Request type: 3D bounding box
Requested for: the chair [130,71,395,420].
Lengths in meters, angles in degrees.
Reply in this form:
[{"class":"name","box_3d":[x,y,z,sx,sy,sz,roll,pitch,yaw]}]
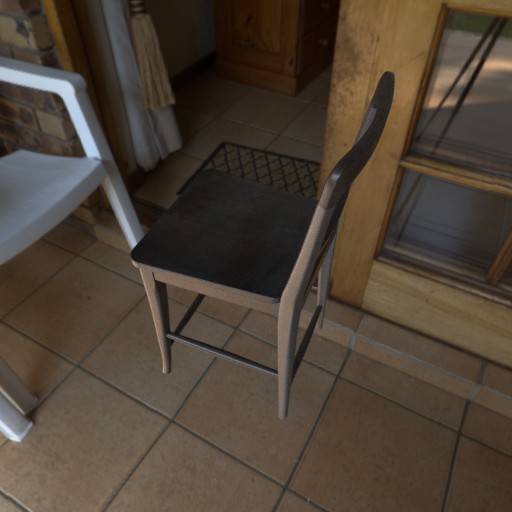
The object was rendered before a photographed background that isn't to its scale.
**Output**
[{"class":"chair","box_3d":[0.000,0.000,1.273,0.546,0.991,0.450,17,48,16]}]
